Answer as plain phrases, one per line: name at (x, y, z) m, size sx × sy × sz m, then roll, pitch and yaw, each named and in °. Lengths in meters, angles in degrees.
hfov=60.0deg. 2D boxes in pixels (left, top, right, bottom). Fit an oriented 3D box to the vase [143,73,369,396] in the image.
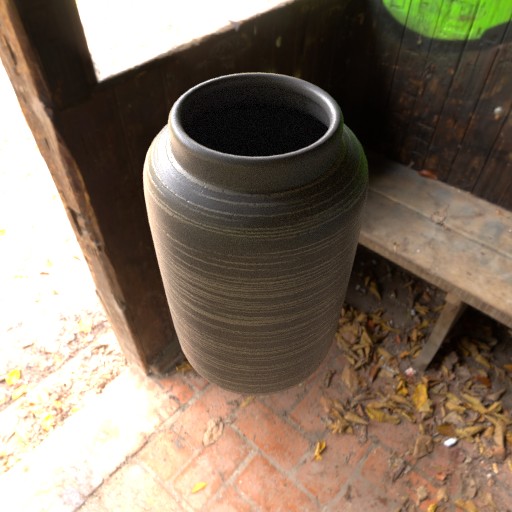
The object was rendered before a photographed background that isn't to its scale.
vase at (0.000, 0.000, 0.698) m, size 0.297 × 0.499 × 0.297 m, roll 0°, pitch 47°, yaw 0°
